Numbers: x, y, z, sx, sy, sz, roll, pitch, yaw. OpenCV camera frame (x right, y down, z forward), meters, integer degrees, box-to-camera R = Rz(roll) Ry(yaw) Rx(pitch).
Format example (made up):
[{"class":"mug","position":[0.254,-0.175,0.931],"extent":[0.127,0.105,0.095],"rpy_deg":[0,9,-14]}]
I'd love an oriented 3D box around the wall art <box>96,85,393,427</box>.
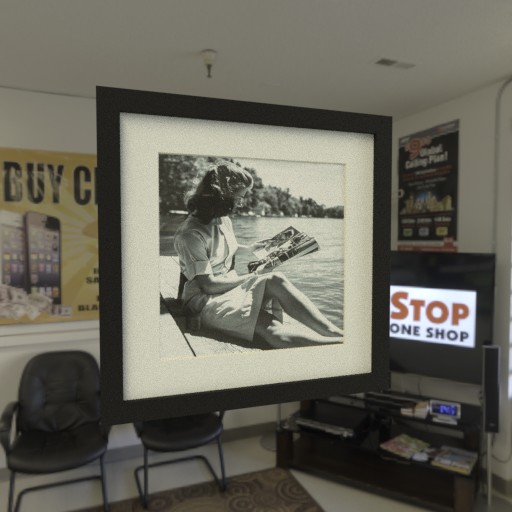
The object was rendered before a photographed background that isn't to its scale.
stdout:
[{"class":"wall art","position":[0.000,0.000,0.460],"extent":[0.308,0.305,0.030],"rpy_deg":[-1,3,-19]}]
